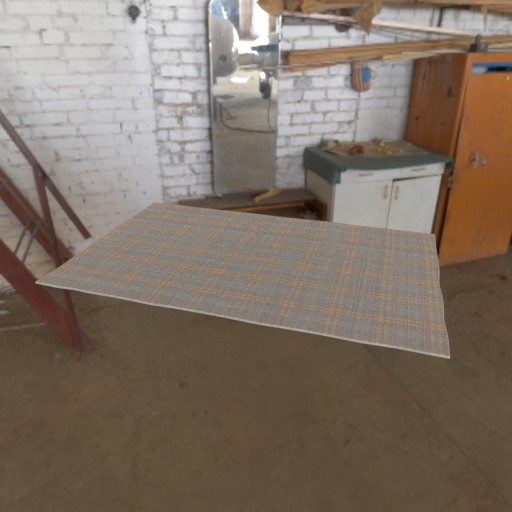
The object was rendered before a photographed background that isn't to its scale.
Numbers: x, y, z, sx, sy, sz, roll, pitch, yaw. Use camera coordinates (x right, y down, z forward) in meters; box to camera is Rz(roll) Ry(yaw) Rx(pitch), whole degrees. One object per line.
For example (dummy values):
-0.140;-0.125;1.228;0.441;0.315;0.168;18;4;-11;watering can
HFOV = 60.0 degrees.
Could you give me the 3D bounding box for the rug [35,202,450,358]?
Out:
0.000;0.000;3.136;2.460;0.016;1.545;8;28;15;rug
